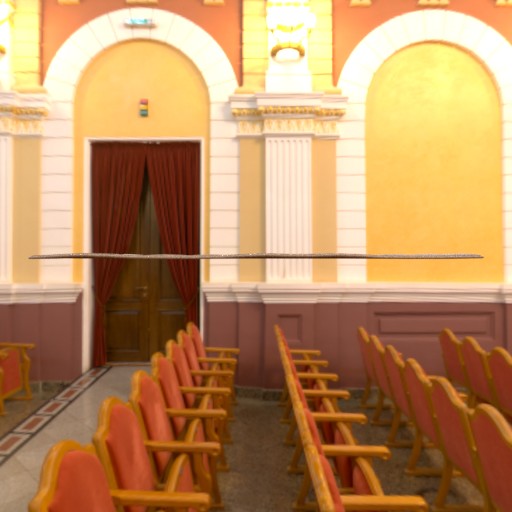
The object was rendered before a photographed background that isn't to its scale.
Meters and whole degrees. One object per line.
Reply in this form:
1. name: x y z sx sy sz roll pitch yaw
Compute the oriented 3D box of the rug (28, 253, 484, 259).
1. rug: 0.000 0.000 0.887 0.642 0.008 0.551 0 0 0
